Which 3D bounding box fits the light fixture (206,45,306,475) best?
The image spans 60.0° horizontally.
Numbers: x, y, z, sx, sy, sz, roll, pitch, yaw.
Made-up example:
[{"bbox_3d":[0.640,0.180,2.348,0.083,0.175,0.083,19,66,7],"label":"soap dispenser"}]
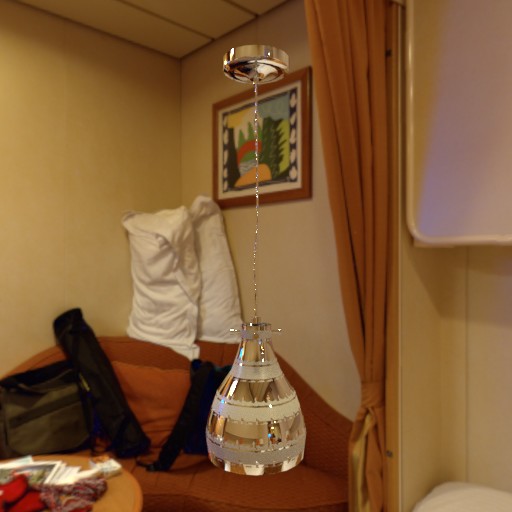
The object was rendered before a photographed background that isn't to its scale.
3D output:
[{"bbox_3d":[0.000,0.000,1.651,0.374,1.457,0.374,0,0,0],"label":"light fixture"}]
